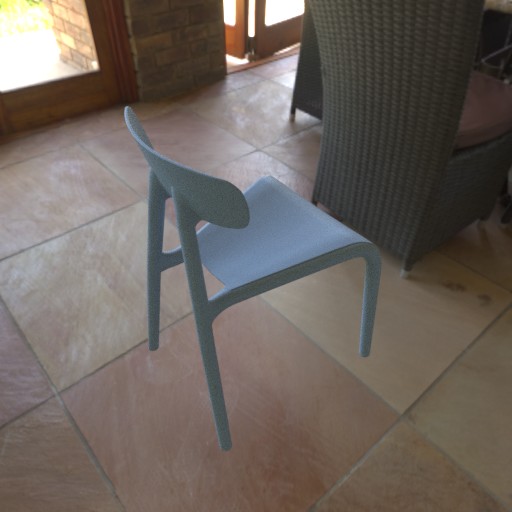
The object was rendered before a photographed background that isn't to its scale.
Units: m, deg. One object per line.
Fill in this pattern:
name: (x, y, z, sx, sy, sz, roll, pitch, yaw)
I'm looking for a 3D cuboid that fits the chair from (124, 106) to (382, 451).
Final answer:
chair: (0.000, 0.000, 0.845, 0.401, 0.580, 0.356, -27, 49, -27)
